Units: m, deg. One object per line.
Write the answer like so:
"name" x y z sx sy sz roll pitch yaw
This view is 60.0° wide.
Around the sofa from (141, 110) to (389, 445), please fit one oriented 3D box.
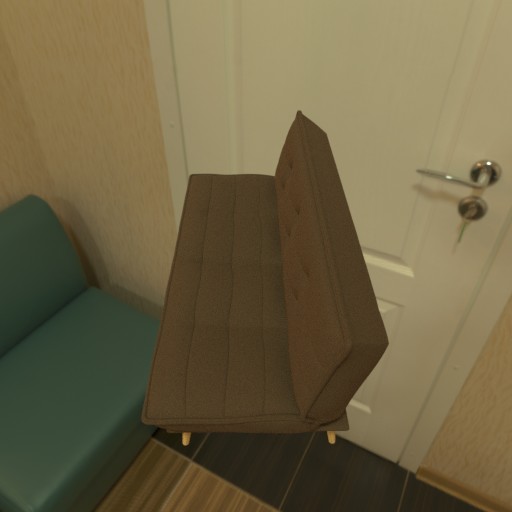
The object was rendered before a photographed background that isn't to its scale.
"sofa" 0.000 0.000 2.467 0.950 0.890 1.940 0 41 -1
